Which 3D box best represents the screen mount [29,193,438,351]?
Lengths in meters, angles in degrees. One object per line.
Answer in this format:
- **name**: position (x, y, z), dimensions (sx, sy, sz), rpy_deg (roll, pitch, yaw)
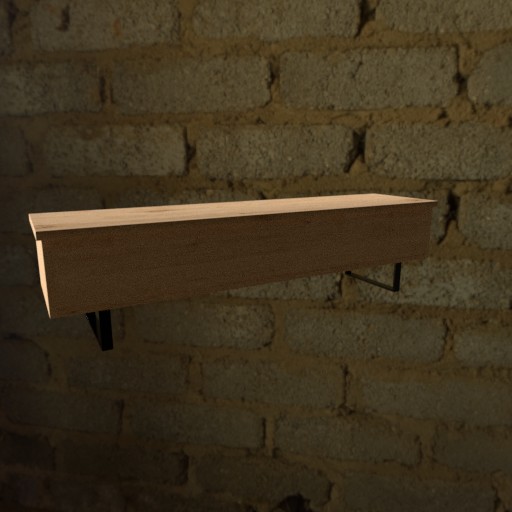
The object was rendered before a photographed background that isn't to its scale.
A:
- **screen mount**: position (0.000, 0.000, 1.918), dimensions (1.700, 0.430, 0.450), rpy_deg (-7, 15, -28)
